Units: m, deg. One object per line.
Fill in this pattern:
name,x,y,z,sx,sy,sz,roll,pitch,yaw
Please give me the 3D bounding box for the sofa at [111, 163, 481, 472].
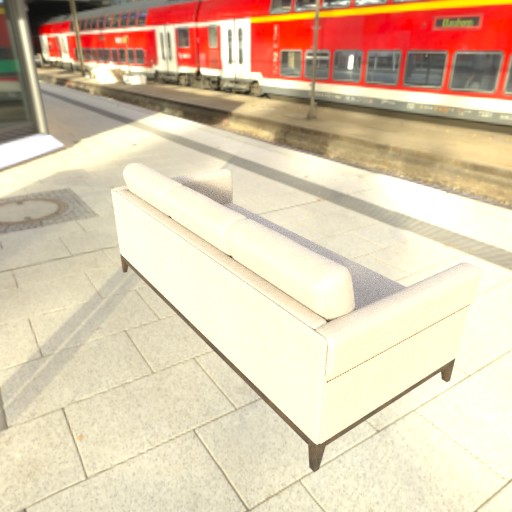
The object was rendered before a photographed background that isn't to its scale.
sofa,0.000,0.000,2.658,0.959,0.838,2.210,-17,30,-32
